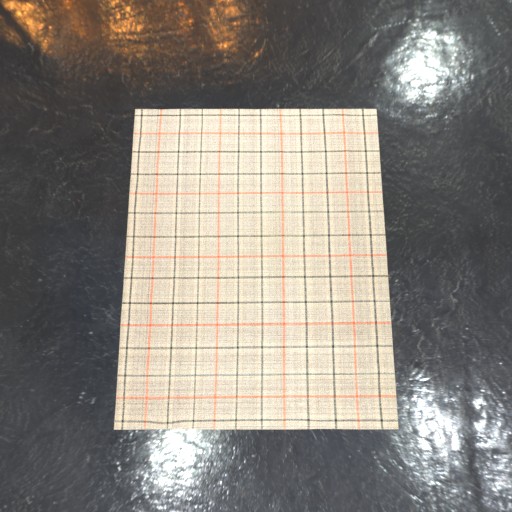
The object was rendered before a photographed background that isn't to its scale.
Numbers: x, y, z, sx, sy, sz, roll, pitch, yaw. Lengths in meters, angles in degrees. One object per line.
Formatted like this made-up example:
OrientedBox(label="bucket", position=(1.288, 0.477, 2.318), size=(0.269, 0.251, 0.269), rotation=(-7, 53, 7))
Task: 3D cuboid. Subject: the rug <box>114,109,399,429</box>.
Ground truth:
OrientedBox(label="rug", position=(0.000, 0.000, 4.138), size=(2.444, 0.012, 3.048), rotation=(0, 77, 0))
